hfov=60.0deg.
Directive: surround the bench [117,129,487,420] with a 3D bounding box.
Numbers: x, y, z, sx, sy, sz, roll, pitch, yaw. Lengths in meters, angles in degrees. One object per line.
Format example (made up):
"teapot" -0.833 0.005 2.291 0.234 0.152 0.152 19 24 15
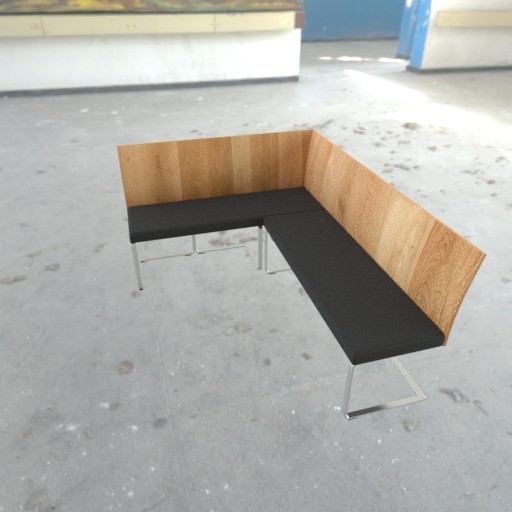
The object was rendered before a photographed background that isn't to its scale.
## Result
"bench" 0.000 0.000 2.756 1.495 0.930 1.945 -9 33 -13
